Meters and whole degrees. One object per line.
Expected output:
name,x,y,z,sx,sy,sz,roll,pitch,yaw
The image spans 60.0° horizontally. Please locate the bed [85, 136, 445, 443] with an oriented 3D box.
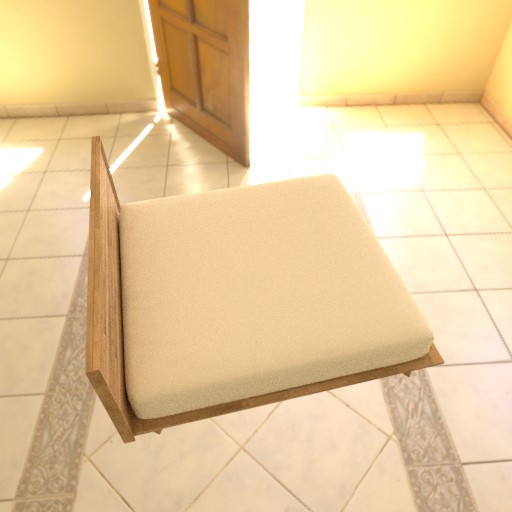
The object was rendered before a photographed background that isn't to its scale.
bed,0.000,0.000,3.350,2.167,1.100,2.116,-10,47,-9
